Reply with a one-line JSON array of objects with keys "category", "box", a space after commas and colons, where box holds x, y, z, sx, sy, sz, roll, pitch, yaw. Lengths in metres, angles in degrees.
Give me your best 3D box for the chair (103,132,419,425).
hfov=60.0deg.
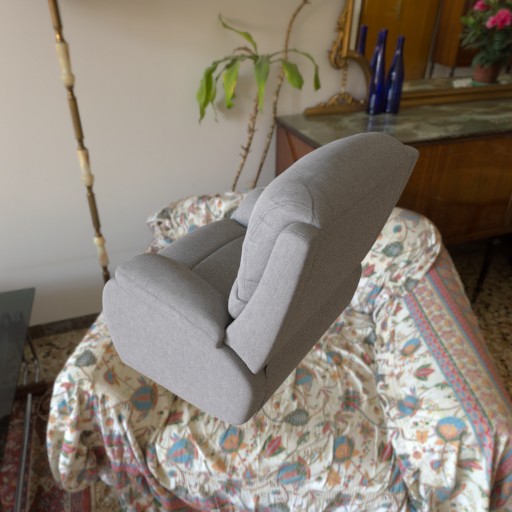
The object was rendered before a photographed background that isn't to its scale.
[{"category": "chair", "box": [0.000, 0.000, 1.766, 0.899, 1.011, 0.930, 20, 36, 29]}]
